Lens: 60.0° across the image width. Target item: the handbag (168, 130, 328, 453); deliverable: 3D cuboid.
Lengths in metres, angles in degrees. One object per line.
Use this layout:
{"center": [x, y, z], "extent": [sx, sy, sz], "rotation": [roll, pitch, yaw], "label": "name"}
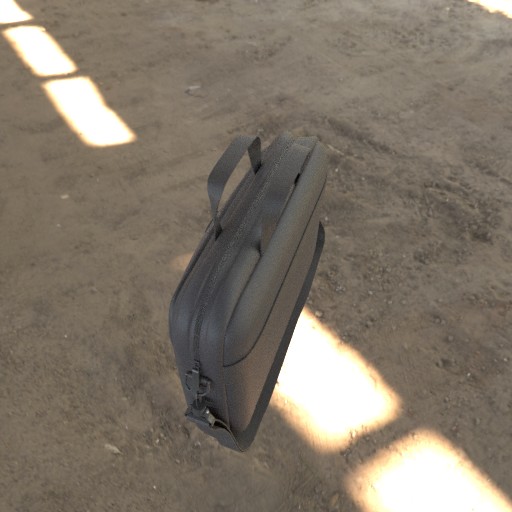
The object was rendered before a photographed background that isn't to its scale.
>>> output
{"center": [0.000, 0.000, 0.587], "extent": [0.126, 0.330, 0.429], "rotation": [16, 50, 14], "label": "handbag"}
